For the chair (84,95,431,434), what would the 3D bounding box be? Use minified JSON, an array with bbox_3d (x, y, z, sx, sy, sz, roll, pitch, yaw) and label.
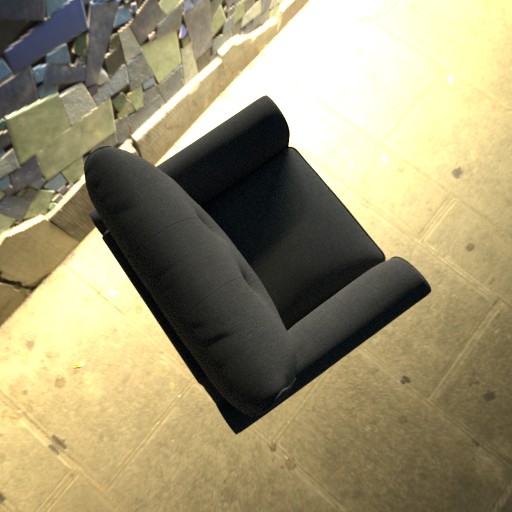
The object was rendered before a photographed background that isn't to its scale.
[{"bbox_3d":[0.000,0.000,1.624,0.816,0.890,0.941,-35,77,-9],"label":"chair"}]
